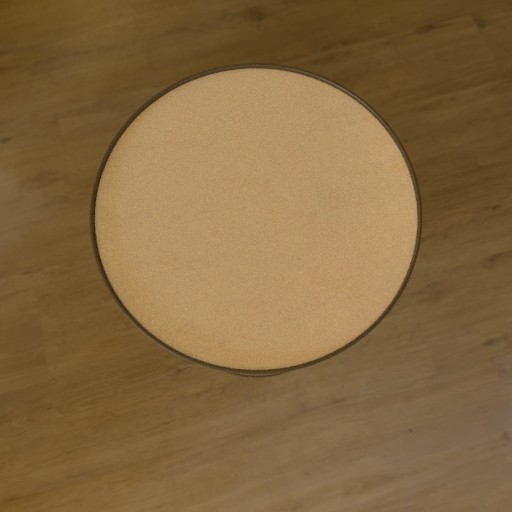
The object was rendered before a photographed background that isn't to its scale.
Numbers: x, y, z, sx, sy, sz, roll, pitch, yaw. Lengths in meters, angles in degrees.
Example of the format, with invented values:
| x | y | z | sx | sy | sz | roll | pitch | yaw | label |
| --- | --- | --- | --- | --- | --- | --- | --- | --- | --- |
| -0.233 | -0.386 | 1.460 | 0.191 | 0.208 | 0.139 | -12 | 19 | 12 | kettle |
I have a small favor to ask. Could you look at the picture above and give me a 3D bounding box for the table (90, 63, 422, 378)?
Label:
| x | y | z | sx | sy | sz | roll | pitch | yaw | label |
| --- | --- | --- | --- | --- | --- | --- | --- | --- | --- |
| 0.000 | 0.000 | 0.913 | 0.480 | 0.565 | 0.480 | 0 | 74 | 0 | table |
